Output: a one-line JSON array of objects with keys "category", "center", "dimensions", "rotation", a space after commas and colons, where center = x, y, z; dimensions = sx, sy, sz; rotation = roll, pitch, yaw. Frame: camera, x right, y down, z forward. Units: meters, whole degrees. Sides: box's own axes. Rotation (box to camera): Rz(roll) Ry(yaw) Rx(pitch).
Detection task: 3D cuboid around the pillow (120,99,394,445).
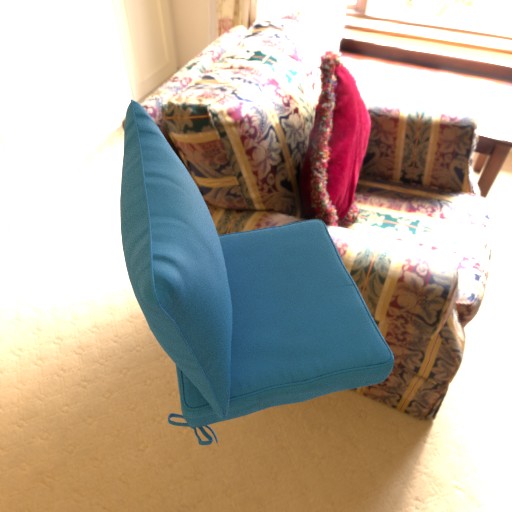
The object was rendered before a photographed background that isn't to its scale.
[{"category": "pillow", "center": [0.000, 0.000, 1.354], "dimensions": [0.733, 0.725, 0.798], "rotation": [-10, 48, -9]}]
